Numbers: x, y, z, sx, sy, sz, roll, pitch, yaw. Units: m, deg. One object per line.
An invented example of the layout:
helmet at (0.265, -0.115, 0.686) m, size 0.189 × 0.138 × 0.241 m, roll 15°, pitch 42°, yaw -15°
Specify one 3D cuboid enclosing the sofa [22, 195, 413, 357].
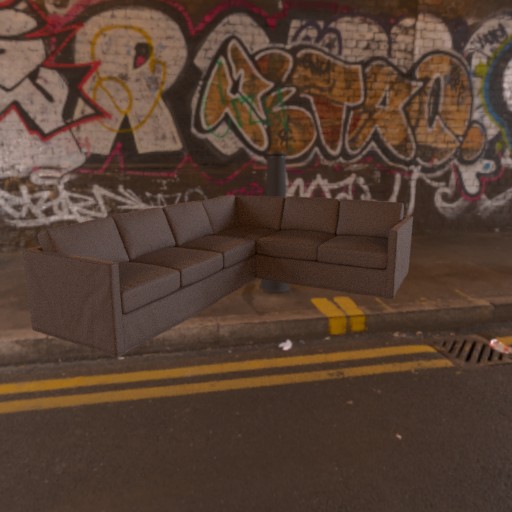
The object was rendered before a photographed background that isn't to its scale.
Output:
sofa at (0.000, 0.000, 4.280) m, size 2.432 × 0.871 × 3.182 m, roll 7°, pitch 15°, yaw 26°
